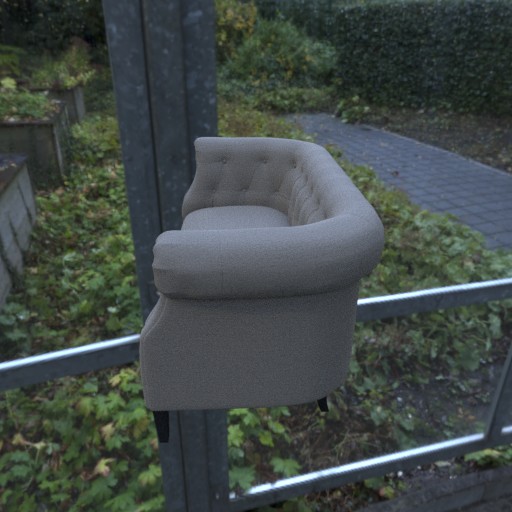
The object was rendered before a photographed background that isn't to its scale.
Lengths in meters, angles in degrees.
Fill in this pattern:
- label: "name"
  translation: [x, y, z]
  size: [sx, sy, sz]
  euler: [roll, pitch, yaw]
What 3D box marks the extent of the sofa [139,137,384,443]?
- label: "sofa"
  translation: [0.000, 0.000, 2.061]
  size: [0.835, 0.827, 1.558]
  euler: [-1, 26, -2]
